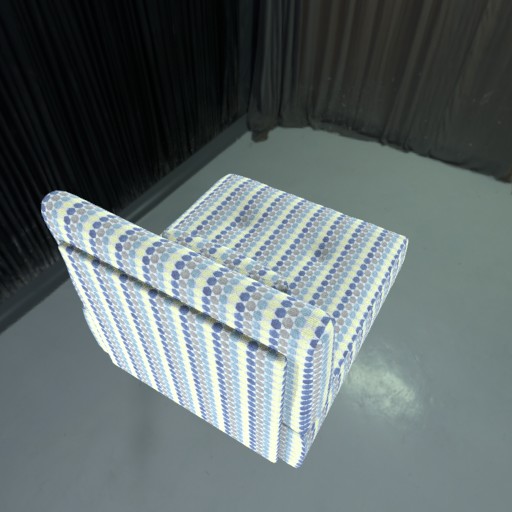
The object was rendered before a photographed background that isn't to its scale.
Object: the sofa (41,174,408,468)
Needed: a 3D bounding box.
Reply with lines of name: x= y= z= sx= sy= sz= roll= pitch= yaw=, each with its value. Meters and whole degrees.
sofa: x=0.000 y=0.000 z=1.663 sx=0.930 sy=0.830 sz=1.000 roll=24 pitch=51 yaw=21
